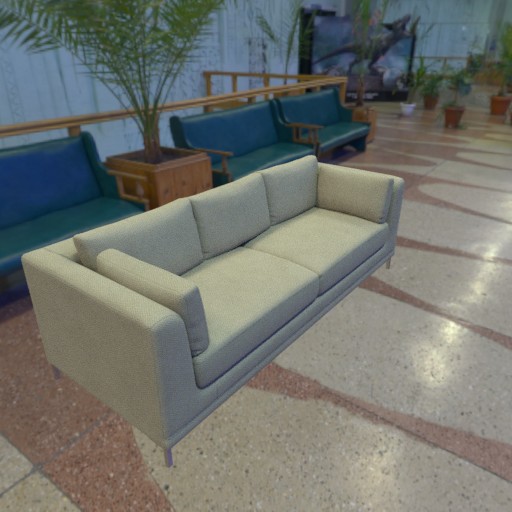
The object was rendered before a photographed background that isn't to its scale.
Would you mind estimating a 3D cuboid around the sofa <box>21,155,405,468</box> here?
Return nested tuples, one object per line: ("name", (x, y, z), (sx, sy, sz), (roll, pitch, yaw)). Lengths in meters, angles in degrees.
("sofa", (0.000, 0.000, 2.830), (0.969, 0.867, 2.415), (19, 32, 34))
